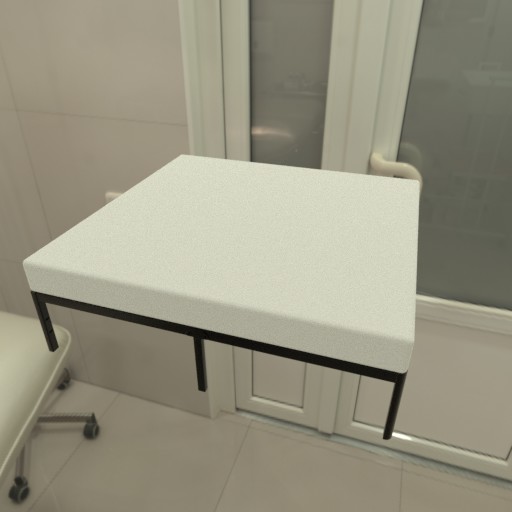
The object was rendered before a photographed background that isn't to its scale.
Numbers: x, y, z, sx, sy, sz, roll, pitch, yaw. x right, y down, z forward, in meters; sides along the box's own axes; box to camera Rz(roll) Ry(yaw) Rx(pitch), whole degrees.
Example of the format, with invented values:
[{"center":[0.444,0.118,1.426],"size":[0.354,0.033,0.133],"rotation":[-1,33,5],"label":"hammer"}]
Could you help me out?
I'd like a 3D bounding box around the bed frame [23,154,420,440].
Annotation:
[{"center":[0.000,0.000,3.104],"size":[2.079,0.659,1.963],"rotation":[10,32,16],"label":"bed frame"}]
